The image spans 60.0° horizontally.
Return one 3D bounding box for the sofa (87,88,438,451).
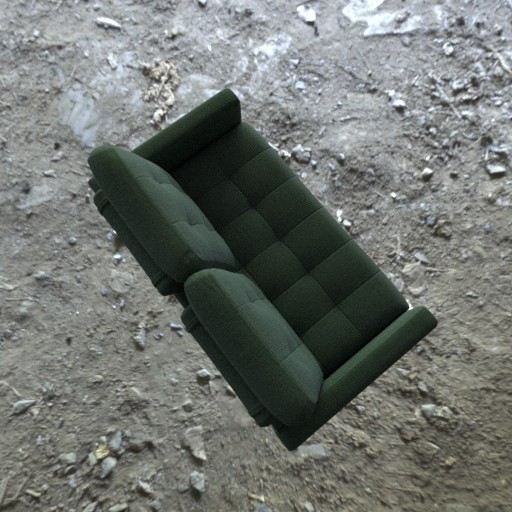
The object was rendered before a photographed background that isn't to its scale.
[{"bbox_3d":[0.000,0.000,1.961,0.842,0.907,1.407,-37,78,-9],"label":"sofa"}]
